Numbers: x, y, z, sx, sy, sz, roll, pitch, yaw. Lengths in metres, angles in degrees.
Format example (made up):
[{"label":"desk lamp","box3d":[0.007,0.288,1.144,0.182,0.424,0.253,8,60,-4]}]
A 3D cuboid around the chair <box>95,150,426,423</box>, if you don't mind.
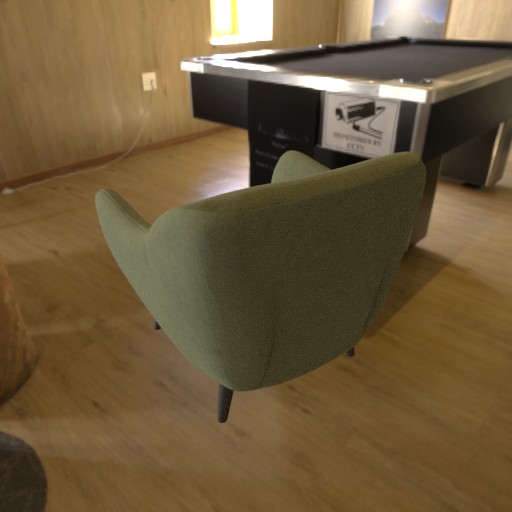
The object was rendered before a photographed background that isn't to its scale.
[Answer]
[{"label":"chair","box3d":[0.000,0.000,1.497,0.840,0.804,0.819,-18,35,-28]}]
